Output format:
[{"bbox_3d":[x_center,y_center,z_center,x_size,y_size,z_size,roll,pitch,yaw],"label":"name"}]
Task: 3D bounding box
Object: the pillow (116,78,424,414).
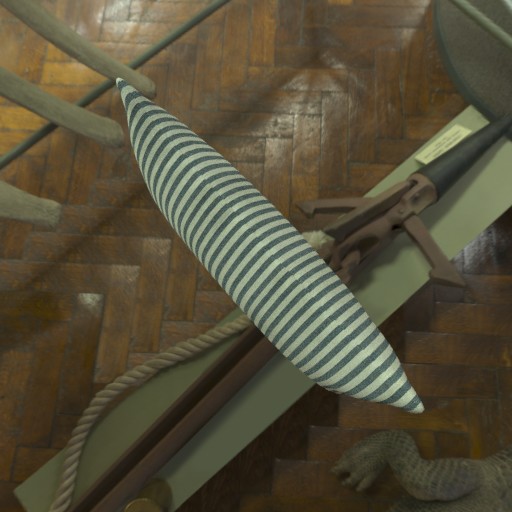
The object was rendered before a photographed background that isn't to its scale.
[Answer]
[{"bbox_3d":[0.000,0.000,0.729,0.151,0.295,0.617,-40,79,-10],"label":"pillow"}]
